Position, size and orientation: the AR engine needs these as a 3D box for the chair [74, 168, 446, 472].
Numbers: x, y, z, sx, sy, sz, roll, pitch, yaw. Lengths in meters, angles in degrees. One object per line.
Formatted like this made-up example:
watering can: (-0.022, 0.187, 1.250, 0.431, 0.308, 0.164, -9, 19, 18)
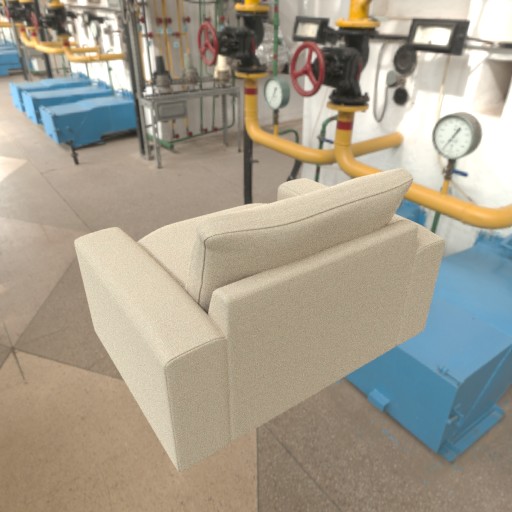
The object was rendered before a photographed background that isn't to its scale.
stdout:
chair: (0.000, 0.000, 2.085, 1.398, 0.915, 1.039, -19, 35, -30)
